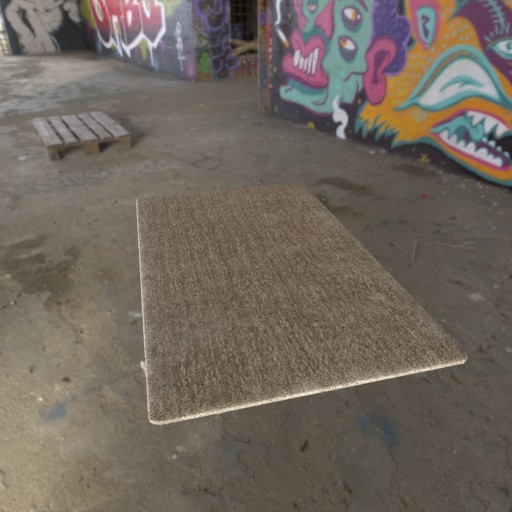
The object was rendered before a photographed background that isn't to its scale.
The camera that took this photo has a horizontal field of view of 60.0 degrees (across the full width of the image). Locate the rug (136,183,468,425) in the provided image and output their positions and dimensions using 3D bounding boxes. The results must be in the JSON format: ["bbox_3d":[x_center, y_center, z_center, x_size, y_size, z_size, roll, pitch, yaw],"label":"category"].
[{"bbox_3d":[0.000,0.000,3.015,1.539,0.024,2.469,-7,31,-12],"label":"rug"}]
